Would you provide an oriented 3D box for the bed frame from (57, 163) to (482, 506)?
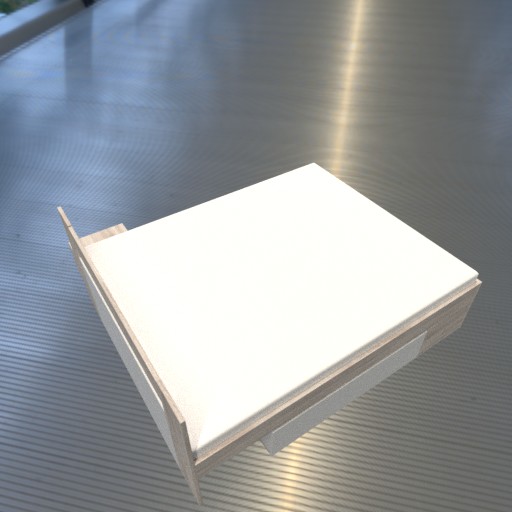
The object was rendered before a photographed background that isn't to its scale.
[{"bbox_3d":[0.000,0.000,3.006,2.050,0.860,2.040,-24,47,-24],"label":"bed frame"}]
